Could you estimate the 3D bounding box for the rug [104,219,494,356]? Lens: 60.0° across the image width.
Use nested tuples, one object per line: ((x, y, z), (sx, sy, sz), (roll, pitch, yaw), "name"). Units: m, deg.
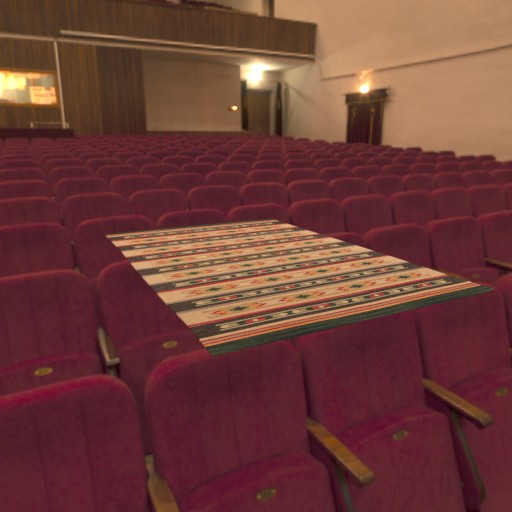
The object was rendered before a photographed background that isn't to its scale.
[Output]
((0.000, 0.000, 2.293), (1.221, 0.009, 1.825), (-8, 17, -26), "rug")
